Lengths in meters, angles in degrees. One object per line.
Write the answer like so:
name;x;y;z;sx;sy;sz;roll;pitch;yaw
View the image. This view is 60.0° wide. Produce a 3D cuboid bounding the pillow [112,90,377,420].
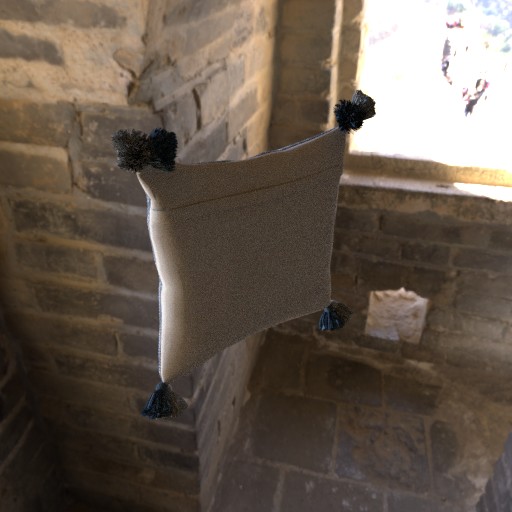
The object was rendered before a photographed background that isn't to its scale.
pillow;0.000;0.000;0.944;0.614;0.634;0.138;-19;35;-30
